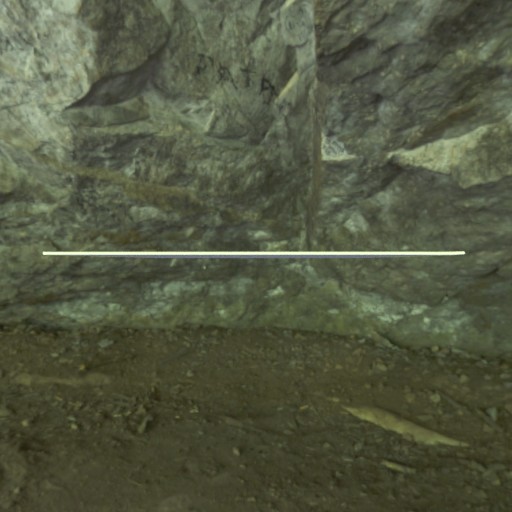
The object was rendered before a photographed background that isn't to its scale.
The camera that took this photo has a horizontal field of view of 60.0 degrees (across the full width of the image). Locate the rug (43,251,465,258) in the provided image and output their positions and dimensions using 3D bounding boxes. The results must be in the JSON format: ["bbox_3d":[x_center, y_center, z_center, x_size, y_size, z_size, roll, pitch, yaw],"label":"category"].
[{"bbox_3d":[0.000,0.000,4.029,2.407,0.020,3.051,0,-1,1],"label":"rug"}]
